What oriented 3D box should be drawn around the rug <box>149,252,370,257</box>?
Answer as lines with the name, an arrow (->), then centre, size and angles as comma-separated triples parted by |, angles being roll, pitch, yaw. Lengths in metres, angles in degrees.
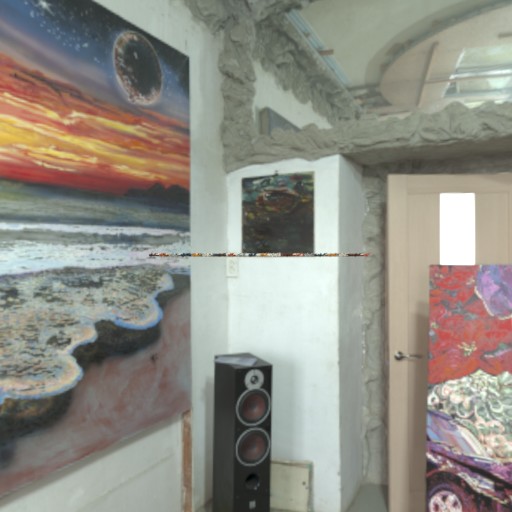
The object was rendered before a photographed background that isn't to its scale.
rug -> 0.000, 0.000, 2.816 | 0.763, 0.015, 2.682 | 0, 0, 0
